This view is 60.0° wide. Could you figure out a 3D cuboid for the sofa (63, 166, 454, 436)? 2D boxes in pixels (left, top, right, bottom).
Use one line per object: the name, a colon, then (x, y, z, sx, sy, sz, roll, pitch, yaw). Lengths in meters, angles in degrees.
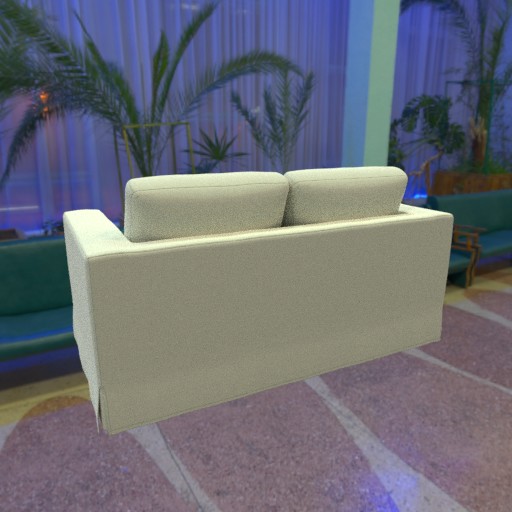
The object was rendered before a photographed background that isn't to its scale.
sofa: (0.000, 0.000, 2.351, 1.813, 0.932, 1.009, -8, 17, -26)
